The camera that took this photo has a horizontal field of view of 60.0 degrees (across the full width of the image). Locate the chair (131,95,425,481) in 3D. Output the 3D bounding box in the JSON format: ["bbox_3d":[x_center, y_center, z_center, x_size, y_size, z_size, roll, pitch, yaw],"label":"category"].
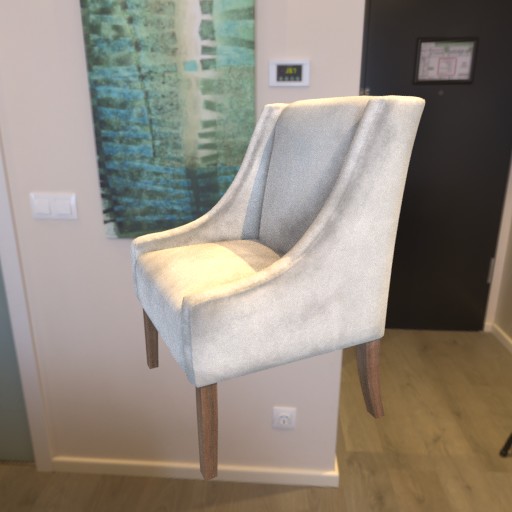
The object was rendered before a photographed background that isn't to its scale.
[{"bbox_3d":[0.000,0.000,1.320,0.629,0.895,0.629,-8,19,-25],"label":"chair"}]
